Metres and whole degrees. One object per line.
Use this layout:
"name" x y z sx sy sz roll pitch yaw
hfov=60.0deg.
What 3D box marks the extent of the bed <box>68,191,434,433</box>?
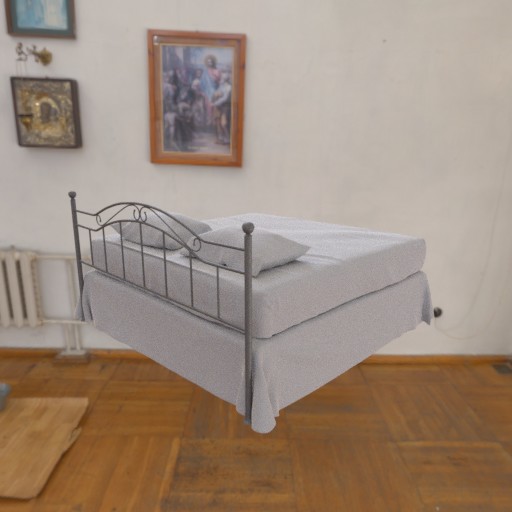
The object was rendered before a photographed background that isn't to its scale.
"bed" 0.000 0.000 3.646 2.309 1.080 2.220 14 20 43
